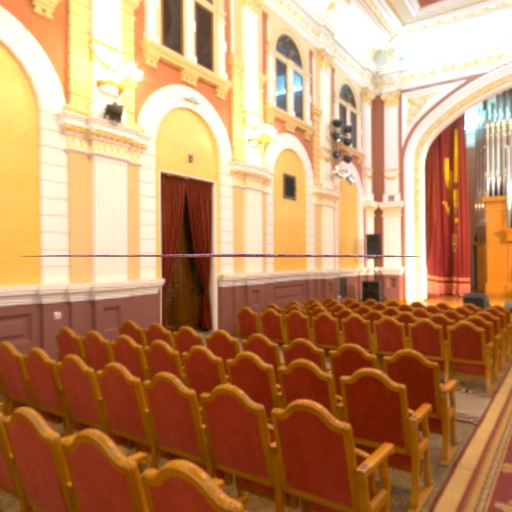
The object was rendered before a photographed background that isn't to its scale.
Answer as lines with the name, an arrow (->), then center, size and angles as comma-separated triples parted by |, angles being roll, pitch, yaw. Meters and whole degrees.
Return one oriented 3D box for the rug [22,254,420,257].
rug -> 0.000, 0.000, 2.903 | 1.539, 0.013, 2.350 | 0, 0, 35
